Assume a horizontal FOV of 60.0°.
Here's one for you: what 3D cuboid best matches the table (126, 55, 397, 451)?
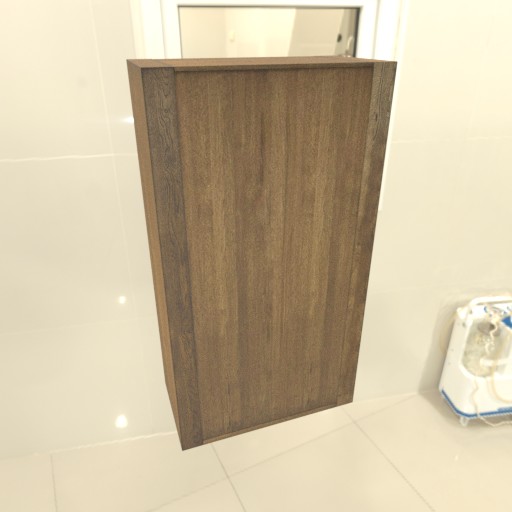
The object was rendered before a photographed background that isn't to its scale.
[{"bbox_3d":[0.000,0.000,2.472,1.100,2.000,0.600,-9,28,-17],"label":"table"}]
